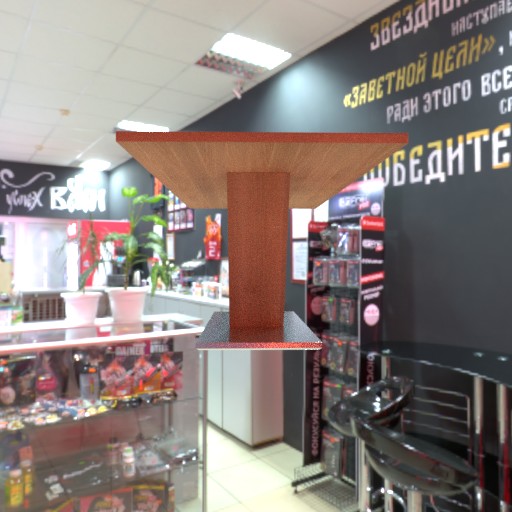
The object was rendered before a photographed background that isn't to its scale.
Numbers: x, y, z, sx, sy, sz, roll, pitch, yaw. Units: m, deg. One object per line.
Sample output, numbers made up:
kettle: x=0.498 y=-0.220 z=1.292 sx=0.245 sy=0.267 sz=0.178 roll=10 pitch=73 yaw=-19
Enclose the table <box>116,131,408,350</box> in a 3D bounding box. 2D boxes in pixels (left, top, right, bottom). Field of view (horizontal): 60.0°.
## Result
table: x=0.000 y=0.000 z=2.259 sx=0.900 sy=0.750 sz=1.800 roll=0 pitch=0 yaw=-1
